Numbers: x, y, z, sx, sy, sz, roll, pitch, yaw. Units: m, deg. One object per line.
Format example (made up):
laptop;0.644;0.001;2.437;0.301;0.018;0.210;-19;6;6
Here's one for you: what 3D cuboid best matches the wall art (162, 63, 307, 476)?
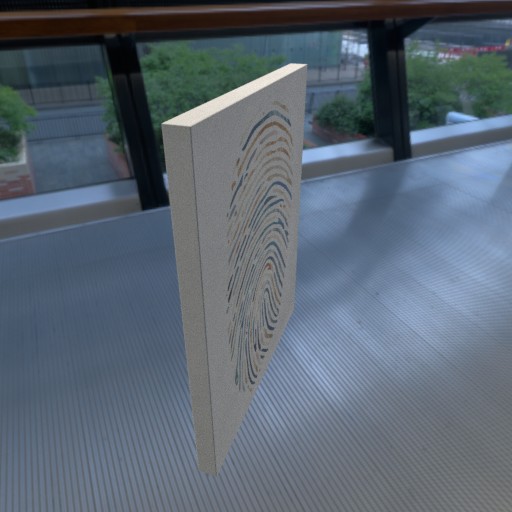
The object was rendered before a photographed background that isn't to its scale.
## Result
wall art;0.000;0.000;0.830;0.037;0.606;0.508;10;32;17
